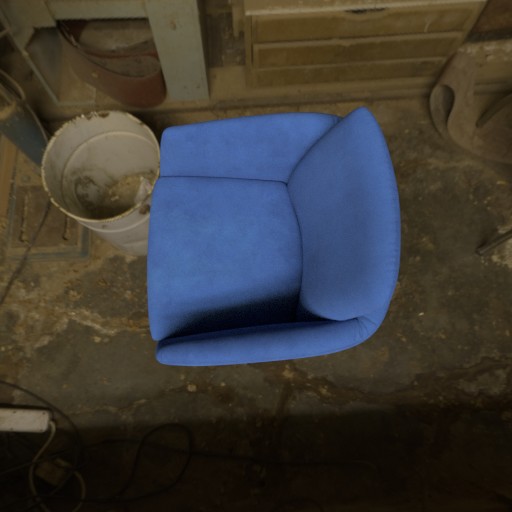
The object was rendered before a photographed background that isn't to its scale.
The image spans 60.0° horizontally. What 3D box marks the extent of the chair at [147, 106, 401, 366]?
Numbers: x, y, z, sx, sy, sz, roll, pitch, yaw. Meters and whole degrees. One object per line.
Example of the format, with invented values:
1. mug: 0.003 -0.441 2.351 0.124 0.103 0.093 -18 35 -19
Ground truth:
1. chair: 0.000 0.000 1.339 0.635 0.908 0.641 -2 75 -1
